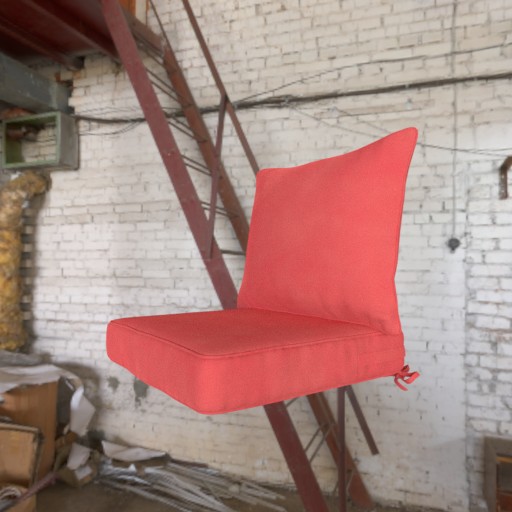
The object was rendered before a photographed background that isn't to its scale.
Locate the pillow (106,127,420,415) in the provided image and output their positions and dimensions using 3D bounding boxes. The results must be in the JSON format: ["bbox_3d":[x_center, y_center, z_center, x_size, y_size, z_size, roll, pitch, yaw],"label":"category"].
[{"bbox_3d":[0.000,0.000,1.372,0.733,0.725,0.798,0,-1,-35],"label":"pillow"}]
